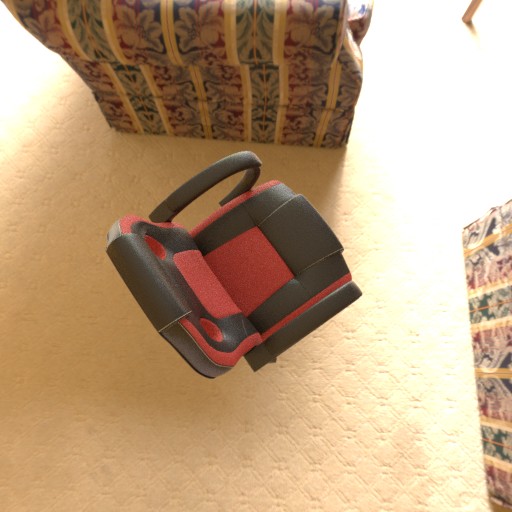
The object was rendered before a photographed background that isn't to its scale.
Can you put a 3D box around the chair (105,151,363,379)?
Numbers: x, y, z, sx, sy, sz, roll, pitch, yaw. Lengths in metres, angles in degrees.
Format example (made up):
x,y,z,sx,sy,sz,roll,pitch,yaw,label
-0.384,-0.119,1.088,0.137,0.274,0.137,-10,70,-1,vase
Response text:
x,y,z,sx,sy,sz,roll,pitch,yaw,label
0.000,0.000,1.699,0.783,1.189,0.750,-34,78,-8,chair
